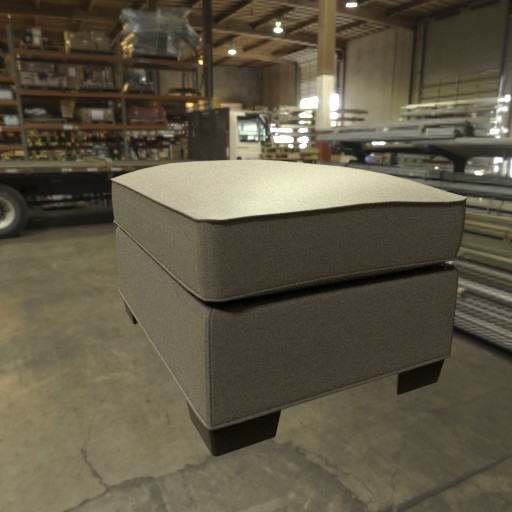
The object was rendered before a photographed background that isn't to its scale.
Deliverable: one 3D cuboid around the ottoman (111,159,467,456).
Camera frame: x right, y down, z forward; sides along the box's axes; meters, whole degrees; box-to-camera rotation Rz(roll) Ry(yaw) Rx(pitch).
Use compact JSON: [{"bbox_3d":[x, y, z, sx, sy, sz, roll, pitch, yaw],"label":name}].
[{"bbox_3d":[0.000,0.000,1.217,0.619,0.504,0.843,-7,17,-26],"label":"ottoman"}]
